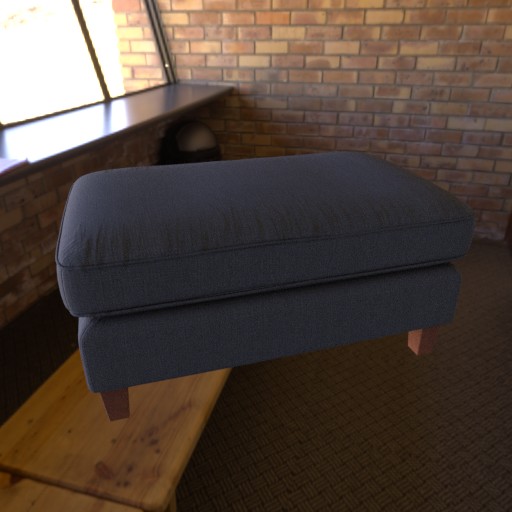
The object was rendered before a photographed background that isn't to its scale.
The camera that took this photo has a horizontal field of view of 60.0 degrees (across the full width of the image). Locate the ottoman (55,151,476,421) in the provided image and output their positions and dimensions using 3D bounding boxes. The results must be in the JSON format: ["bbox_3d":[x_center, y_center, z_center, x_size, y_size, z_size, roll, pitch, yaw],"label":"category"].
[{"bbox_3d":[0.000,0.000,1.164,0.885,0.438,0.570,-8,28,-15],"label":"ottoman"}]
